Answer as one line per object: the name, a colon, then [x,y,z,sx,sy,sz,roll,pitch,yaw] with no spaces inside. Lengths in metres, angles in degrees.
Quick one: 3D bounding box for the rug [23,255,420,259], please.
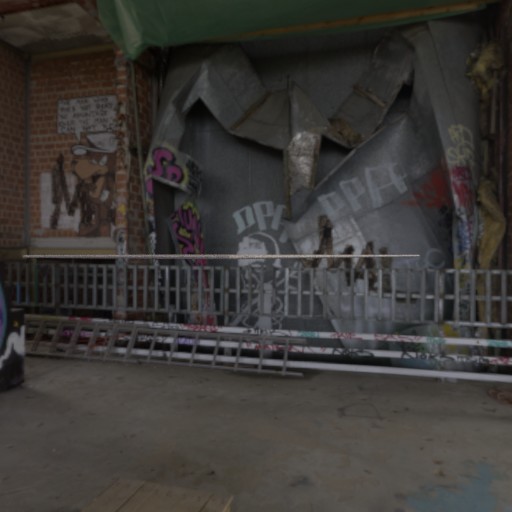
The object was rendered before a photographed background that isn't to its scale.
rug: [0.000,0.000,3.067,1.524,0.015,2.438,0,0,36]
